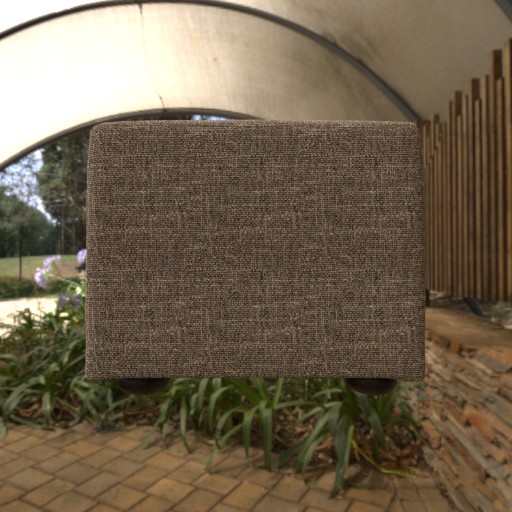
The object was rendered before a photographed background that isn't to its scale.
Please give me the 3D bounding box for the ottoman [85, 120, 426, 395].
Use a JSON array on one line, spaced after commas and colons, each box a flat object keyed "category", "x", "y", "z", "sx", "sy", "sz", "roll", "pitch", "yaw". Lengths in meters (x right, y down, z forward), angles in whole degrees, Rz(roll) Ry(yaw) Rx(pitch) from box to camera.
[{"category": "ottoman", "x": 0.000, "y": 0.000, "z": 0.910, "sx": 0.521, "sy": 0.453, "sz": 0.512, "roll": 0, "pitch": -1, "yaw": 0}]
